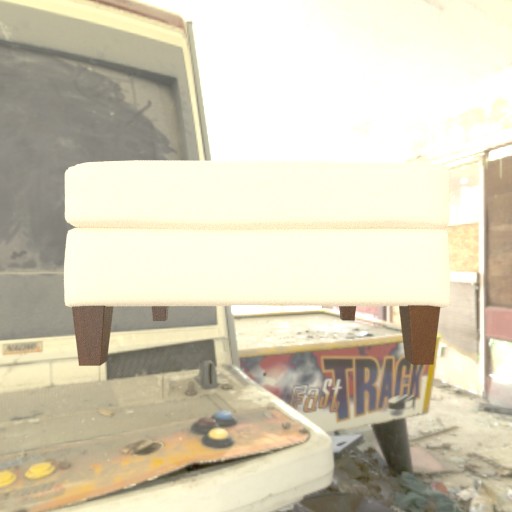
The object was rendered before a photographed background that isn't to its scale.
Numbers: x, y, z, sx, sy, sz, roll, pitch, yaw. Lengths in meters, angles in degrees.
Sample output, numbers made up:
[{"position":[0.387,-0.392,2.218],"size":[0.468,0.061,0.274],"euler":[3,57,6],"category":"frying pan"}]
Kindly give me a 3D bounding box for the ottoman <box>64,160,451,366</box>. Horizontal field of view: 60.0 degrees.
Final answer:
[{"position":[0.000,0.000,1.339],"size":[0.838,0.479,0.838],"euler":[0,-1,-1],"category":"ottoman"}]
